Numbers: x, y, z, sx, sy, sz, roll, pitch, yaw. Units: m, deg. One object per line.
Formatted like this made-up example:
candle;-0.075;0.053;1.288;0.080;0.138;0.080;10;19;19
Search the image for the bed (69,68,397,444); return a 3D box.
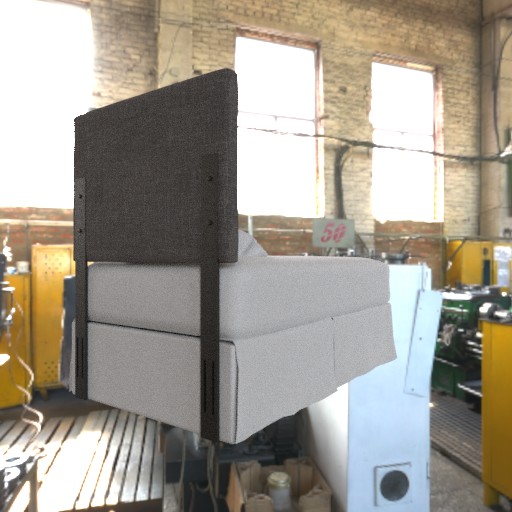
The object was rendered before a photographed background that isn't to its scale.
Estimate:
bed;0.000;0.000;2.952;1.261;1.571;1.997;0;0;36
